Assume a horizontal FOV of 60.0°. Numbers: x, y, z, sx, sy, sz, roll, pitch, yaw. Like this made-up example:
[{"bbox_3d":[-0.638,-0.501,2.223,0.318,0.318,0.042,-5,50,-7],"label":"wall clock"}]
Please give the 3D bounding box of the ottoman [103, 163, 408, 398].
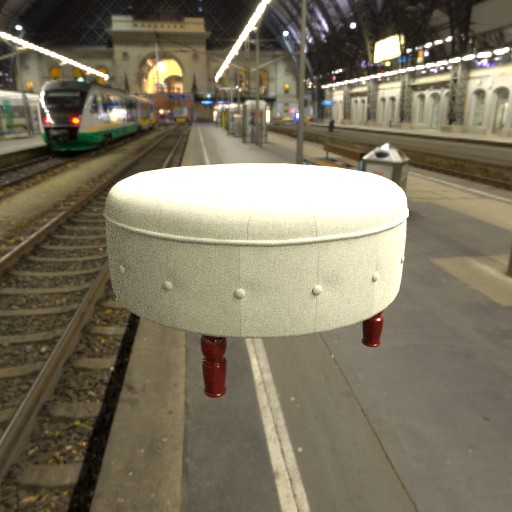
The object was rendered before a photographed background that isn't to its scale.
[{"bbox_3d":[0.000,0.000,1.347,0.850,0.483,0.850,0,18,0],"label":"ottoman"}]
